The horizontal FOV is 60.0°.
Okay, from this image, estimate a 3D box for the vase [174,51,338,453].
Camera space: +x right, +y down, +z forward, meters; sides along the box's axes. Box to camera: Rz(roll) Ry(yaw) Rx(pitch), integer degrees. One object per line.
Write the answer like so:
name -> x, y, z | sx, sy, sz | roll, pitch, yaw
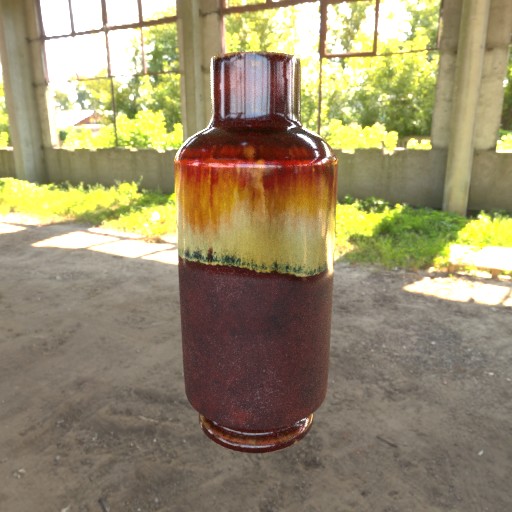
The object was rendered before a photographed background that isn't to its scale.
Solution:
vase -> 0.000, 0.000, 0.317 | 0.111, 0.261, 0.111 | 0, 15, 0
